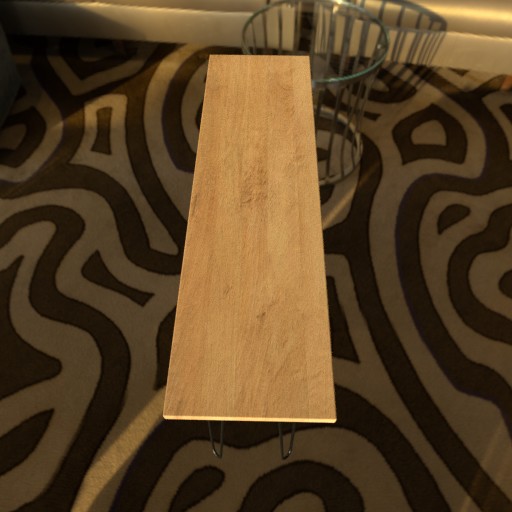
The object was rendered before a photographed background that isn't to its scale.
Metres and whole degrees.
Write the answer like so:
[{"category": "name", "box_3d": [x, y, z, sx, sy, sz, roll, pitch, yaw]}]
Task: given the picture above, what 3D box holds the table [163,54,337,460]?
[{"category": "table", "box_3d": [0.000, 0.000, 1.730, 0.399, 0.799, 1.400, 1, 57, 1]}]
